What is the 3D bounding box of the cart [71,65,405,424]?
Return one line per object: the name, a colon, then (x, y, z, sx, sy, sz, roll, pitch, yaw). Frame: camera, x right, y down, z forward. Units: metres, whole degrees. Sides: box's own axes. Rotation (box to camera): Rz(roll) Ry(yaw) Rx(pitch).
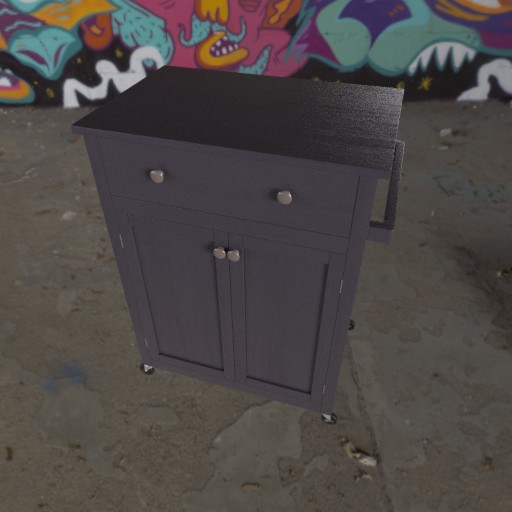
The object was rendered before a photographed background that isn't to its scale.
cart: (0.000, 0.000, 1.289, 0.690, 0.878, 0.449, 11, 41, 13)
